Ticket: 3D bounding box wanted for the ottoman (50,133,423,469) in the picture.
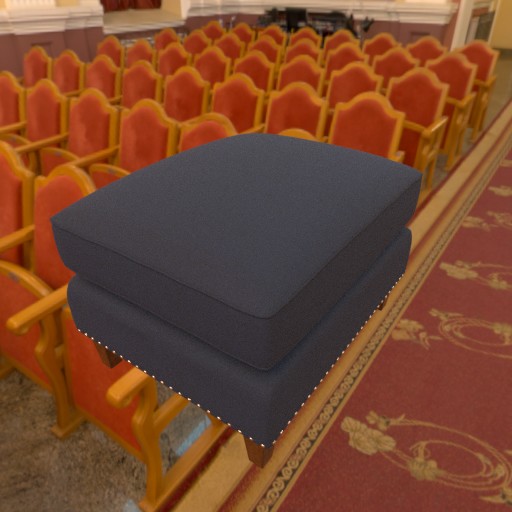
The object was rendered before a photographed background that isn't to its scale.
[{"bbox_3d":[0.000,0.000,1.138,0.584,0.513,0.741,21,37,30],"label":"ottoman"}]
